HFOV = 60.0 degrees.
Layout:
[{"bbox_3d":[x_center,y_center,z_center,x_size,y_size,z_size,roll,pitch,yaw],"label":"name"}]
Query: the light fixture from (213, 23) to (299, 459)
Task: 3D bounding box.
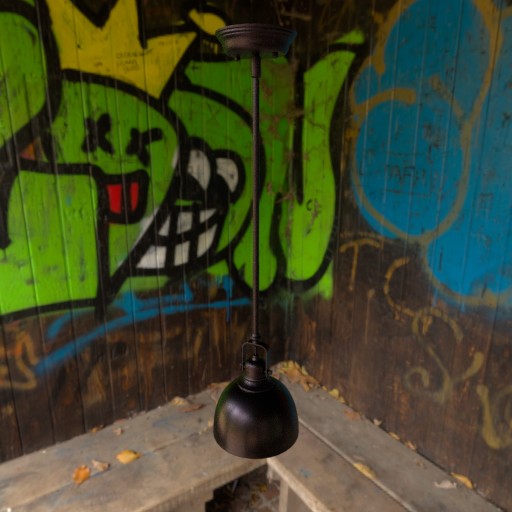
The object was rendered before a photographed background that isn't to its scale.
[{"bbox_3d":[0.000,0.000,0.840,0.182,0.768,0.182,8,17,26],"label":"light fixture"}]
